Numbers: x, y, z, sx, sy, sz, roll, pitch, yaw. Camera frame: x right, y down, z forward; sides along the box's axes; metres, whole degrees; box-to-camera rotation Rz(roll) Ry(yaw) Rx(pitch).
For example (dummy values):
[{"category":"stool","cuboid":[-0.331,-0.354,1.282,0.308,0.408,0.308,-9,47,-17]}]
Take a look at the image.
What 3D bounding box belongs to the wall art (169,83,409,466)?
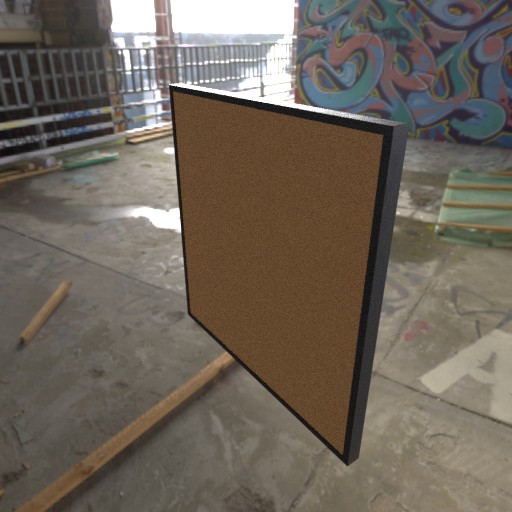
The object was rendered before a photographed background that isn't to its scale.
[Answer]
[{"category":"wall art","cuboid":[0.000,0.000,1.131,0.039,0.763,0.763,-18,32,-32]}]
